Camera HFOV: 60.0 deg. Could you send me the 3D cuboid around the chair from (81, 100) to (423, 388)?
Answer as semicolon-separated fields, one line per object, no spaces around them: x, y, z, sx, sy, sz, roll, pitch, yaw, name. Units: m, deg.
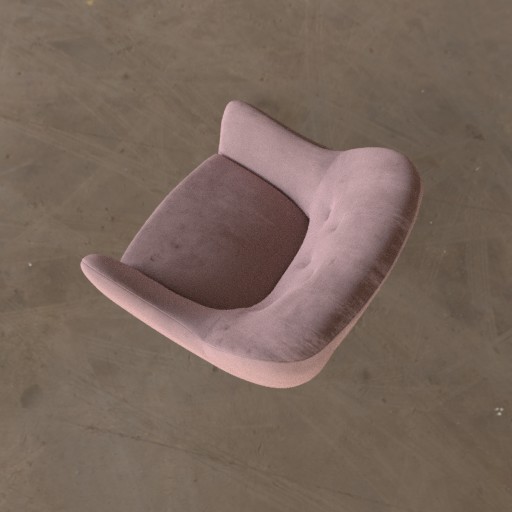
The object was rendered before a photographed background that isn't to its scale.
0.000;0.000;1.561;0.820;0.820;0.840;31;68;14;chair
